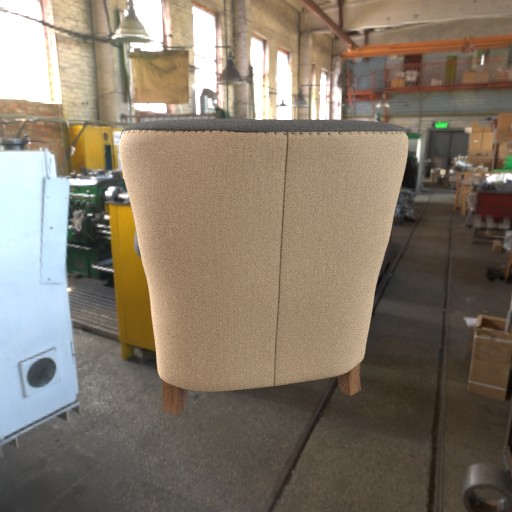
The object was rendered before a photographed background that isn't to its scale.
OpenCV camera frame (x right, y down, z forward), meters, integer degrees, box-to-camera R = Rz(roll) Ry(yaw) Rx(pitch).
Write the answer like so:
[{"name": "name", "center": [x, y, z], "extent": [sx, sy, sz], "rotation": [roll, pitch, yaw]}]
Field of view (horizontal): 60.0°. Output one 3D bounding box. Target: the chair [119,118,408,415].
[{"name": "chair", "center": [0.000, 0.000, 1.643], "extent": [0.861, 0.936, 0.921], "rotation": [-2, 15, -9]}]
